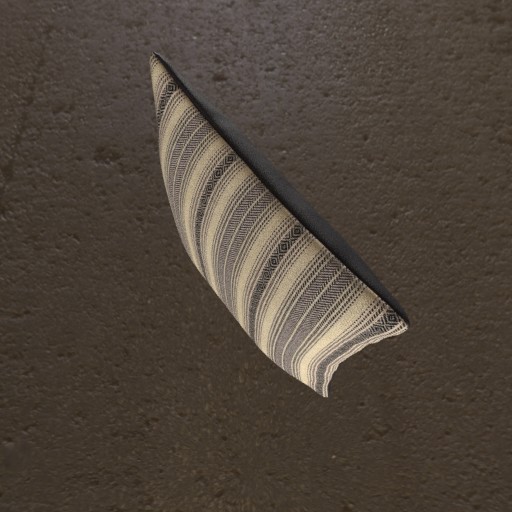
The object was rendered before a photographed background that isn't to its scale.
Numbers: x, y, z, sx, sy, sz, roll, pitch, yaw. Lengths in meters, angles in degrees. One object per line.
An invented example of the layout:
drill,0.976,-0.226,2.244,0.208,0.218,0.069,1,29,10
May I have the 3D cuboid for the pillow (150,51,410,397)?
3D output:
pillow,0.000,0.000,0.781,0.166,0.508,0.520,-34,69,-15
